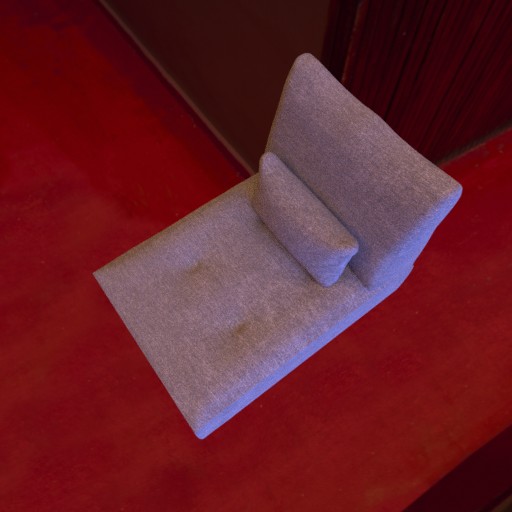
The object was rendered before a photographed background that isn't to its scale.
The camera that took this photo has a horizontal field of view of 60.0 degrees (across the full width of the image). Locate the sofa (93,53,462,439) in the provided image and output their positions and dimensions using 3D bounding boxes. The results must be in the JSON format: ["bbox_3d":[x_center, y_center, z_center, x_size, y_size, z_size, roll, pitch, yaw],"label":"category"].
[{"bbox_3d":[0.000,0.000,1.553,1.000,0.820,0.700,-34,69,-15],"label":"sofa"}]
